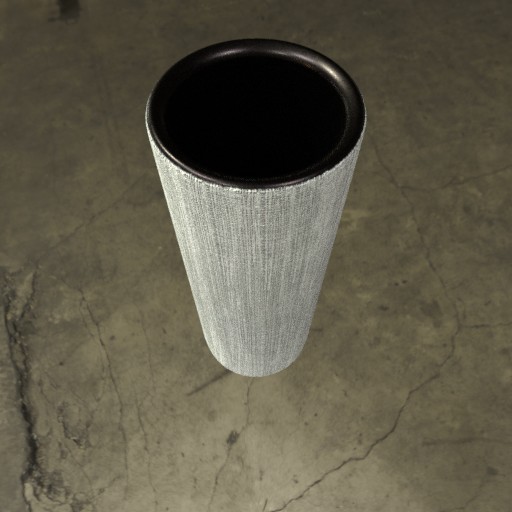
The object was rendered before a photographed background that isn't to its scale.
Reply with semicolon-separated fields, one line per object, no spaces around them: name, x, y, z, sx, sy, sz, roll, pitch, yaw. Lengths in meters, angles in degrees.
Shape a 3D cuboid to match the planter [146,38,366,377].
planter;0.000;0.000;0.315;0.100;0.270;0.100;-15;60;-9
